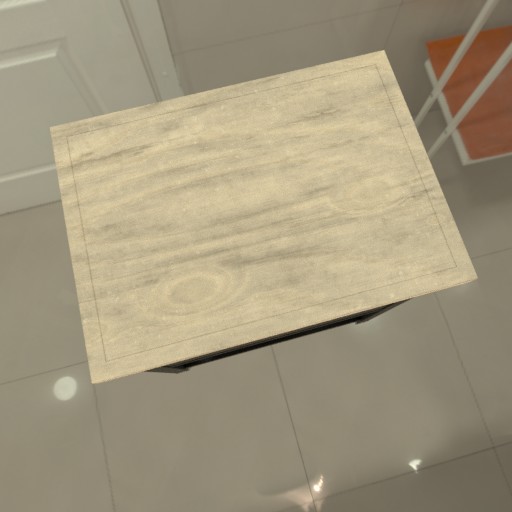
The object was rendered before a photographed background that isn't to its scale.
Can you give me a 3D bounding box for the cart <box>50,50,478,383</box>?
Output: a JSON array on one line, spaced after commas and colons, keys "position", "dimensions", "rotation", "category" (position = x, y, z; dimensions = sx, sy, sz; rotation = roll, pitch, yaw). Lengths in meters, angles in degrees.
[{"position": [0.000, 0.000, 1.383], "dimensions": [0.797, 0.920, 0.567], "rotation": [-15, 75, -4], "category": "cart"}]
